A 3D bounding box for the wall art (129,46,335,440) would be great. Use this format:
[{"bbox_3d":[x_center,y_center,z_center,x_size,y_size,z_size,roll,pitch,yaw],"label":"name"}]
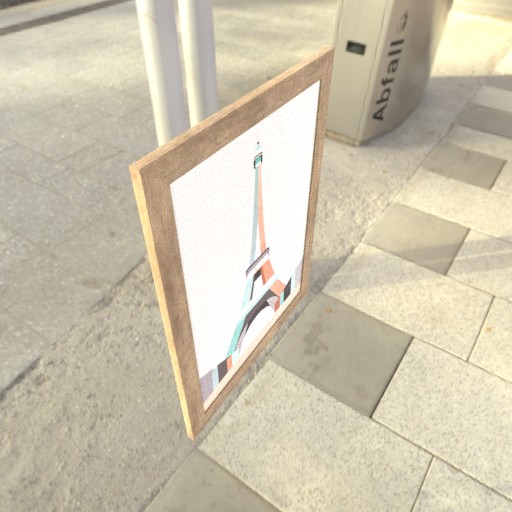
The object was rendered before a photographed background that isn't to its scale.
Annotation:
[{"bbox_3d":[0.000,0.000,0.921,0.018,0.686,0.534,23,47,24],"label":"wall art"}]
